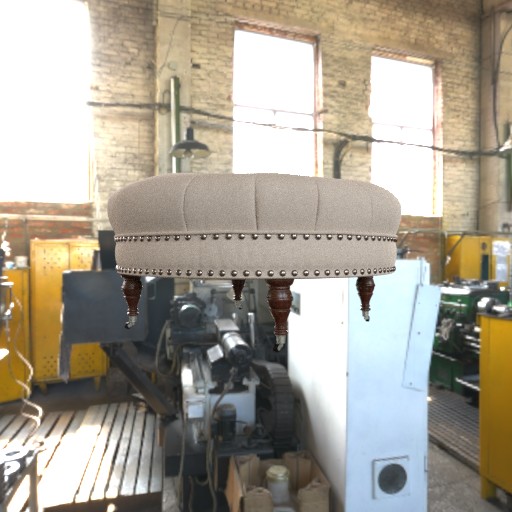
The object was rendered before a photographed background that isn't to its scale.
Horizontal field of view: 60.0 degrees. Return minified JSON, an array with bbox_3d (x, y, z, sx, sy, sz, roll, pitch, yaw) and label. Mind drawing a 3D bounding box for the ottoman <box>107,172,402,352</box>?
[{"bbox_3d":[0.000,0.000,1.407,0.901,0.439,0.901,0,1,0],"label":"ottoman"}]
